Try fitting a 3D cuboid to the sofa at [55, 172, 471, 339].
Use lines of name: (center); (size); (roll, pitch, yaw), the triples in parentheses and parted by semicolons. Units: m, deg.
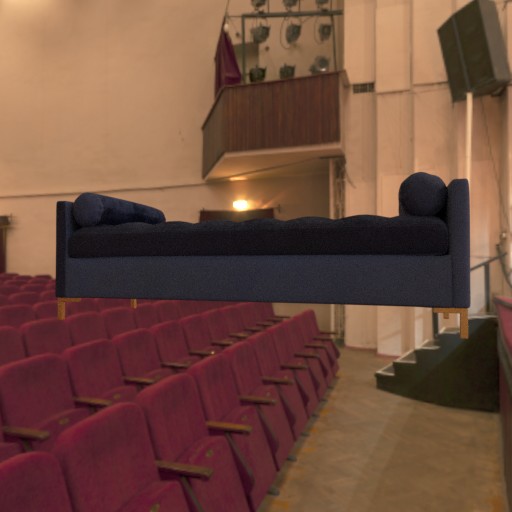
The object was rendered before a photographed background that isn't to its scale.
sofa: (0.000, 0.000, 2.479); (2.102, 0.705, 0.796); (0, -1, 18)
